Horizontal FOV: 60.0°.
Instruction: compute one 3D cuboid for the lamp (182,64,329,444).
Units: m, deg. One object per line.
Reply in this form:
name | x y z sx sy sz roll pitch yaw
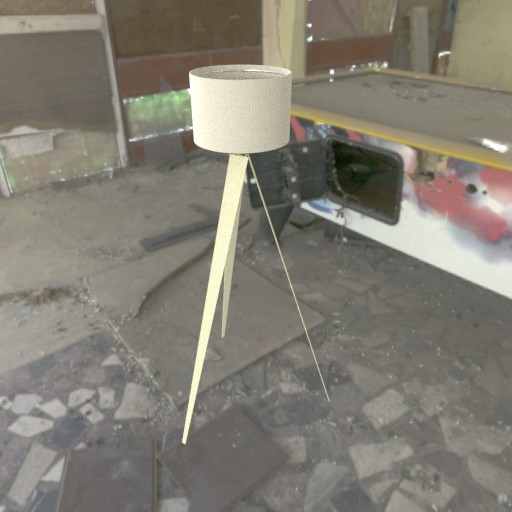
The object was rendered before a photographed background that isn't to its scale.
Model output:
lamp | 0.000 0.000 1.945 0.716 1.524 0.724 -2 31 -3
